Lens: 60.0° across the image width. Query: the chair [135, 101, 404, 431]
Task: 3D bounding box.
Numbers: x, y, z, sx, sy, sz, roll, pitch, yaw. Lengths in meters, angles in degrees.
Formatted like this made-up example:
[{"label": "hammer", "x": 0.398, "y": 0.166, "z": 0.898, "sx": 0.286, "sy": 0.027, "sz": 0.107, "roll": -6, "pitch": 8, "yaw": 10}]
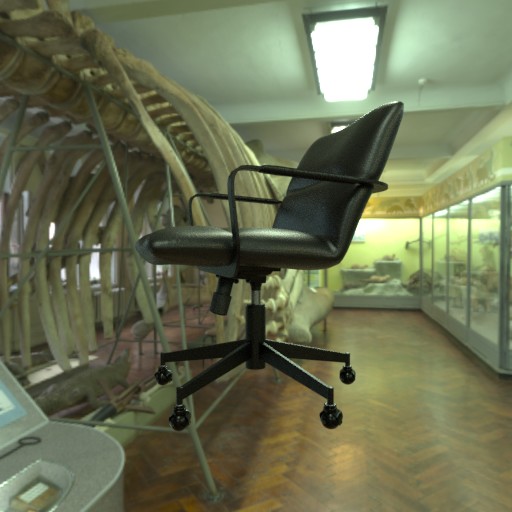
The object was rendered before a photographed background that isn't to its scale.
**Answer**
[{"label": "chair", "x": 0.000, "y": 0.000, "z": 1.459, "sx": 0.748, "sy": 0.922, "sz": 0.719, "roll": 0, "pitch": 1, "yaw": -18}]
